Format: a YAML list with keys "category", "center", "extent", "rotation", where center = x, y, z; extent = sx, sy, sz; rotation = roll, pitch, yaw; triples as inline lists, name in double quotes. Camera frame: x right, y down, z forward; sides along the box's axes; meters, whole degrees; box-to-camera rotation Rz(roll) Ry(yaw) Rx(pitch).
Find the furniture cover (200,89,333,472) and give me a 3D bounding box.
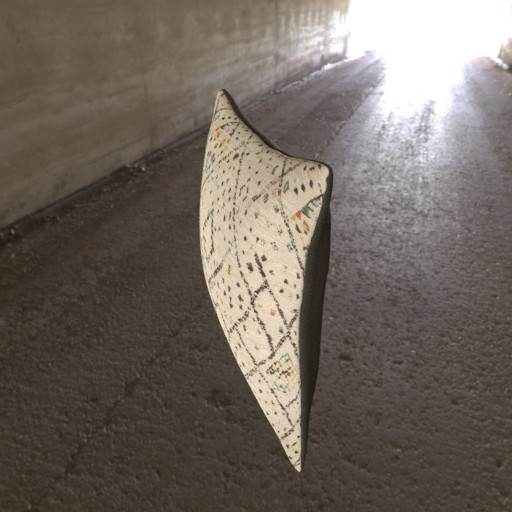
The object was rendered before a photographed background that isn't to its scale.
- category: "furniture cover"
  center: [0.000, 0.000, 0.793]
  extent: [0.180, 0.498, 0.525]
  rotation: [-8, 31, -14]
